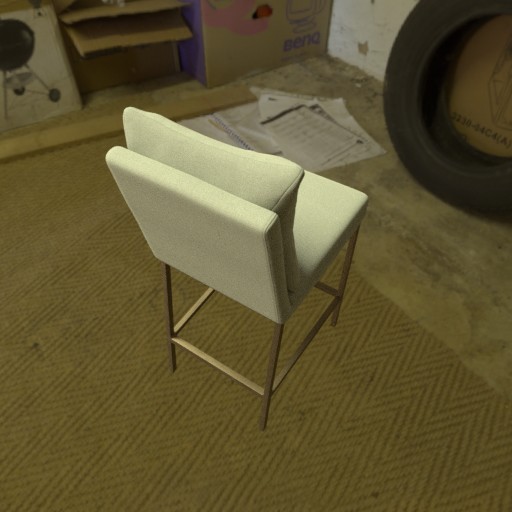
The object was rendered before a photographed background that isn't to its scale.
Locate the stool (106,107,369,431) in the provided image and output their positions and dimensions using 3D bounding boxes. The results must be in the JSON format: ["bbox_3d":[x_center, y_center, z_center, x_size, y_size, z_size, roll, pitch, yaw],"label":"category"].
[{"bbox_3d":[0.000,0.000,1.361,0.463,1.032,0.572,25,51,22],"label":"stool"}]
